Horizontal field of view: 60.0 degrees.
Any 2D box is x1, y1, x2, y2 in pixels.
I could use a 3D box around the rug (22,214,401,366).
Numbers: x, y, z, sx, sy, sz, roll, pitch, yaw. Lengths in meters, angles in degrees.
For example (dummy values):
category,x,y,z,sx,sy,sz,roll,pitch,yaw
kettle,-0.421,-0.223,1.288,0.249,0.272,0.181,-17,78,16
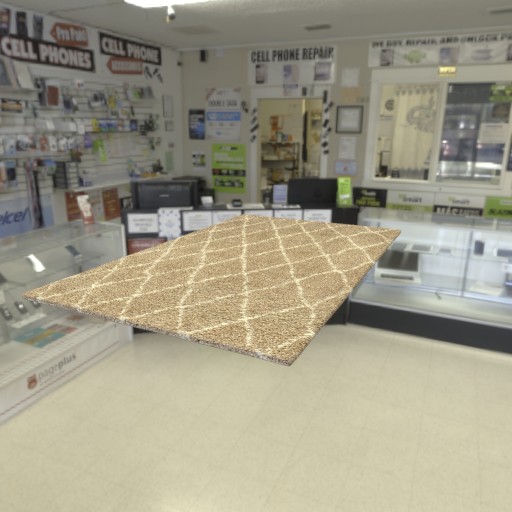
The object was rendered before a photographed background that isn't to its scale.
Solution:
category,x,y,z,sx,sy,sz,roll,pitch,yaw
rug,0.000,0.000,3.025,1.524,0.030,2.438,8,18,26
